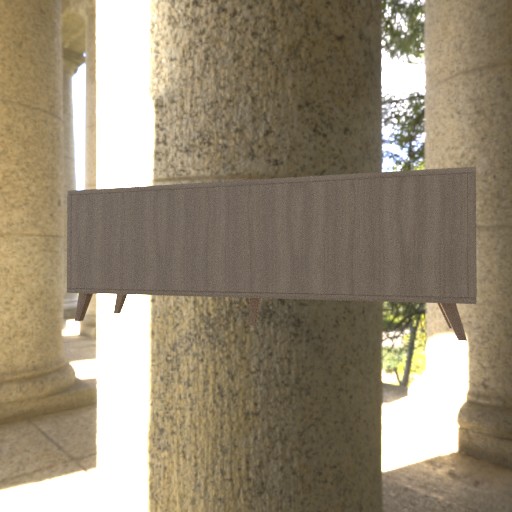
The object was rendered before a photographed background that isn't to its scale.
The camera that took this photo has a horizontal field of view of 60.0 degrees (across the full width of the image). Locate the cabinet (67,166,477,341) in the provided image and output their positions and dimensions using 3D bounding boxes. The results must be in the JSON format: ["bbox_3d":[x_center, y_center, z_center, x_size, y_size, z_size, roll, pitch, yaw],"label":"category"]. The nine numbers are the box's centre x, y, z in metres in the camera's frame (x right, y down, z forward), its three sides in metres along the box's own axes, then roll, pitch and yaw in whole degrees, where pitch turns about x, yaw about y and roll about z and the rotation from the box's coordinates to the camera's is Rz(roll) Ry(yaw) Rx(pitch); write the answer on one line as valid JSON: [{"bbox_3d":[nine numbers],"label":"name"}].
[{"bbox_3d":[0.000,0.000,2.525,2.198,0.779,0.499,0,-1,18],"label":"cabinet"}]
